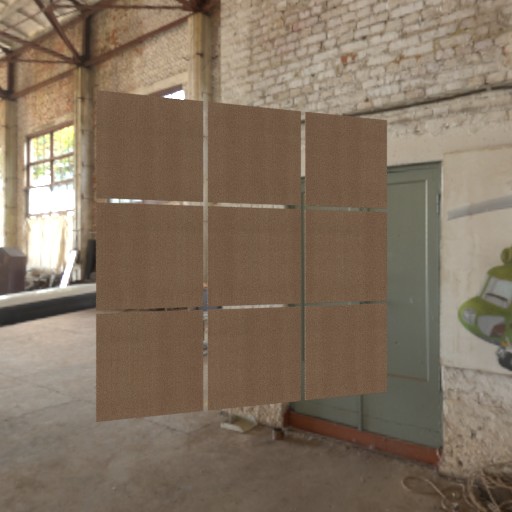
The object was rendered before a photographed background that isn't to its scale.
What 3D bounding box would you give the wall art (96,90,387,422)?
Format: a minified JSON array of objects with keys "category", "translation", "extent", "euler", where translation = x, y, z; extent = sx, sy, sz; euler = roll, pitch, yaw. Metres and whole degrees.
[{"category":"wall art","translation":[0.000,0.000,2.233],"extent":[1.517,1.505,0.002],"euler":[0,0,-17]}]
